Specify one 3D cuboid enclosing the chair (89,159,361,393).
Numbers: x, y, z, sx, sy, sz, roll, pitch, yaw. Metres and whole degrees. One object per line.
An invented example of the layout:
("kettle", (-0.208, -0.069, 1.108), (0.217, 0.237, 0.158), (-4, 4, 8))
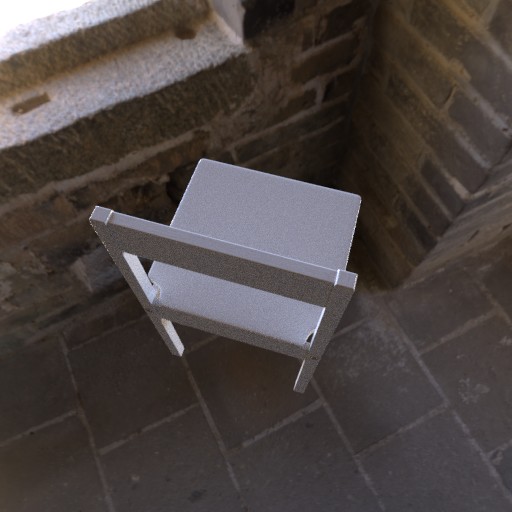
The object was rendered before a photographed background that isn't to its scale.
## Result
("chair", (0.000, 0.000, 0.934), (0.367, 0.668, 0.361), (15, 63, 8))
